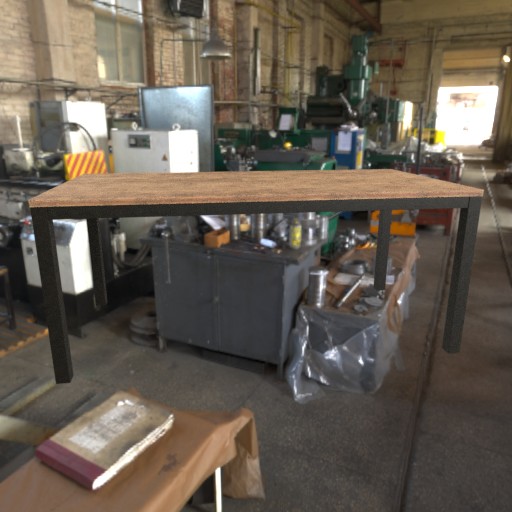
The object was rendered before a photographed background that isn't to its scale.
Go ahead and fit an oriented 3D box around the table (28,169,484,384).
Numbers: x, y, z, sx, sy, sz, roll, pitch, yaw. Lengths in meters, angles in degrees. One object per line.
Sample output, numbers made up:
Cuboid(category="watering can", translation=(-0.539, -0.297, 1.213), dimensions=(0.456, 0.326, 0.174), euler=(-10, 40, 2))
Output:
Cuboid(category="table", translation=(0.000, 0.000, 2.271), dimensions=(1.805, 0.767, 0.893), euler=(-2, 17, -8))
